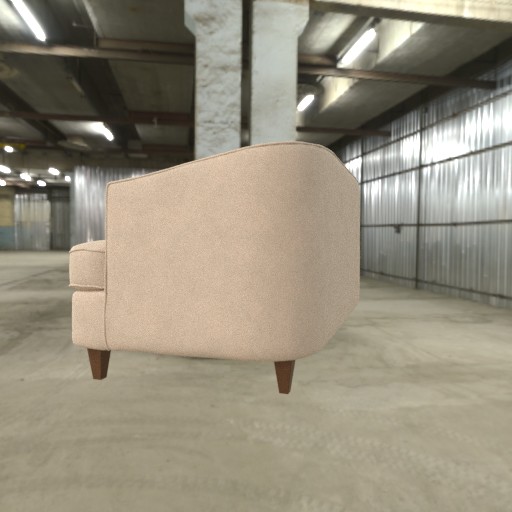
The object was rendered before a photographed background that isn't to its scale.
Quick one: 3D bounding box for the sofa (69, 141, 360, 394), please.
[{"bbox_3d":[0.000,0.000,2.295,0.940,0.878,1.731,1,2,19],"label":"sofa"}]
